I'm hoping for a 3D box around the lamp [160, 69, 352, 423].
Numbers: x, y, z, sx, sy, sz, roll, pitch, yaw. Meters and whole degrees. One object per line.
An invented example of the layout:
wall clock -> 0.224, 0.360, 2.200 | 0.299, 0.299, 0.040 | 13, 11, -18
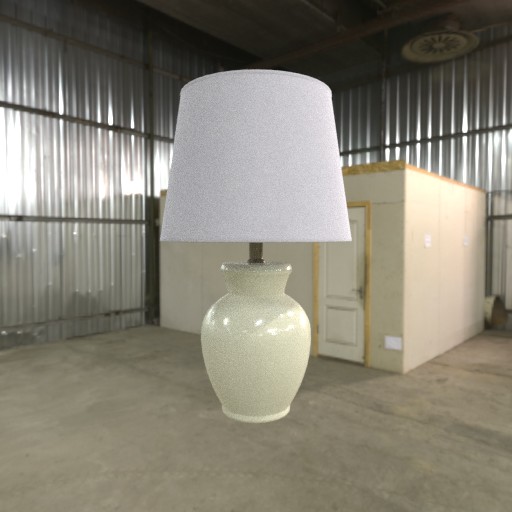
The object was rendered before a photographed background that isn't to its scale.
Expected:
lamp -> 0.000, 0.000, 0.567 | 0.239, 0.399, 0.239 | 0, 3, 0
